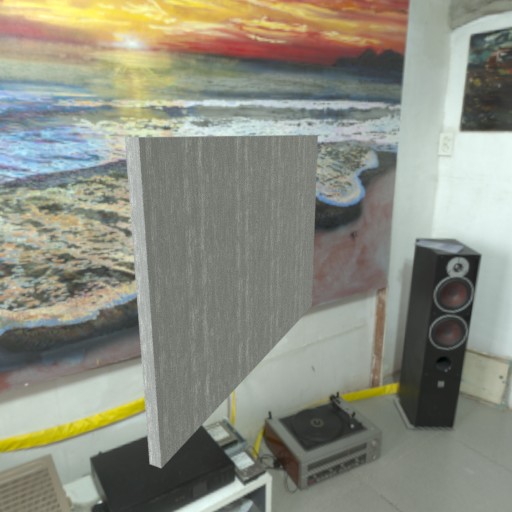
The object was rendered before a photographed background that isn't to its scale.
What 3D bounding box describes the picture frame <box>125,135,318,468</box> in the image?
[{"bbox_3d":[0.000,0.000,1.222,0.029,0.640,0.950,7,17,24],"label":"picture frame"}]
